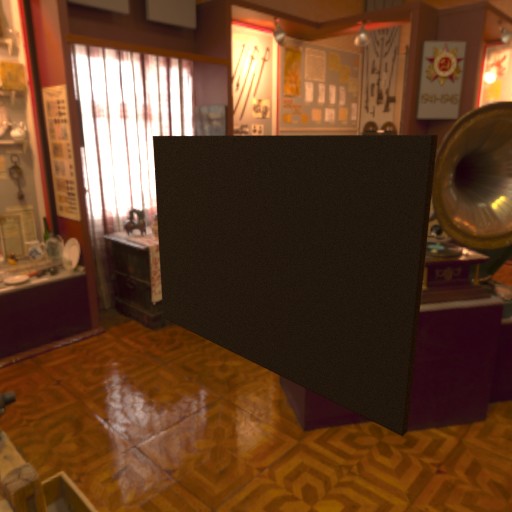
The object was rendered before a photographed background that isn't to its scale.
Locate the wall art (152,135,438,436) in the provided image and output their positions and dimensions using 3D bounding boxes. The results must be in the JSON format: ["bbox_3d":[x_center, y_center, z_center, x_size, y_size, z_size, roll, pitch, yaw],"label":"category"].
[{"bbox_3d":[0.000,0.000,1.250,0.026,0.656,0.958,-14,21,-43],"label":"wall art"}]
